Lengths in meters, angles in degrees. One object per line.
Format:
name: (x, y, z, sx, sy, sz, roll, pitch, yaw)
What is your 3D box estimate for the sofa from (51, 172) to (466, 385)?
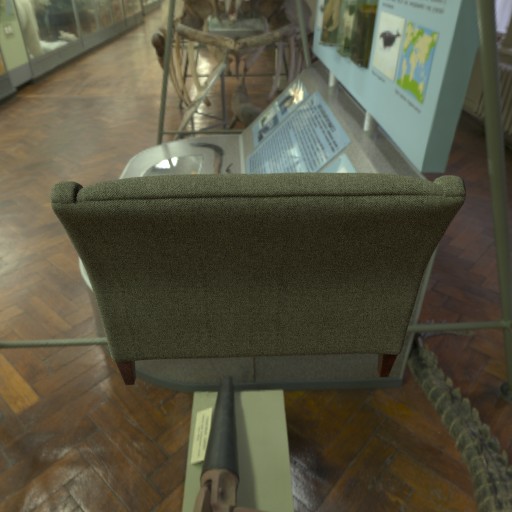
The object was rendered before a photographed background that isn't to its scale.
sofa: (0.000, 0.000, 1.893, 1.242, 1.021, 0.870, -1, 33, -2)
